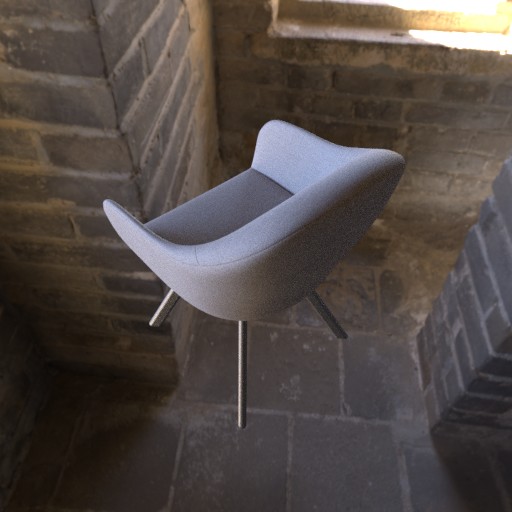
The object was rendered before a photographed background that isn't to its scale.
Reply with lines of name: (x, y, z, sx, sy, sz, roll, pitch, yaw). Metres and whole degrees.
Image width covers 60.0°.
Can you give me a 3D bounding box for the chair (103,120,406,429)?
chair: (0.000, 0.000, 1.164, 0.540, 0.780, 0.570, -33, 55, -27)
